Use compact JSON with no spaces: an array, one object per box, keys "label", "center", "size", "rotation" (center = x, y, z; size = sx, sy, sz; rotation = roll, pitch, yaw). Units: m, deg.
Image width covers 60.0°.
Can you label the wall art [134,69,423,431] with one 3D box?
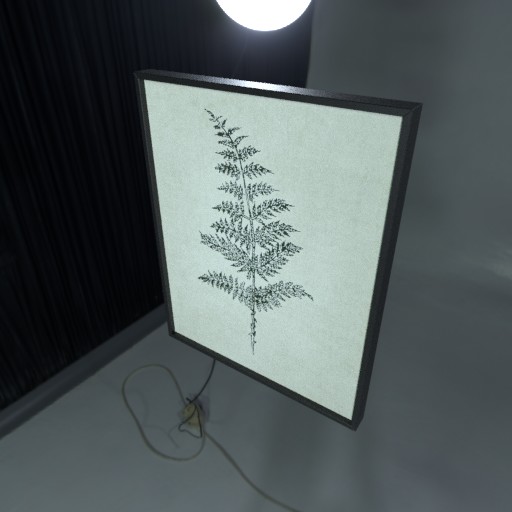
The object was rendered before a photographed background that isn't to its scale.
[{"label":"wall art","center":[0.000,0.000,0.760],"size":[0.449,0.555,0.039],"rotation":[19,36,29]}]
